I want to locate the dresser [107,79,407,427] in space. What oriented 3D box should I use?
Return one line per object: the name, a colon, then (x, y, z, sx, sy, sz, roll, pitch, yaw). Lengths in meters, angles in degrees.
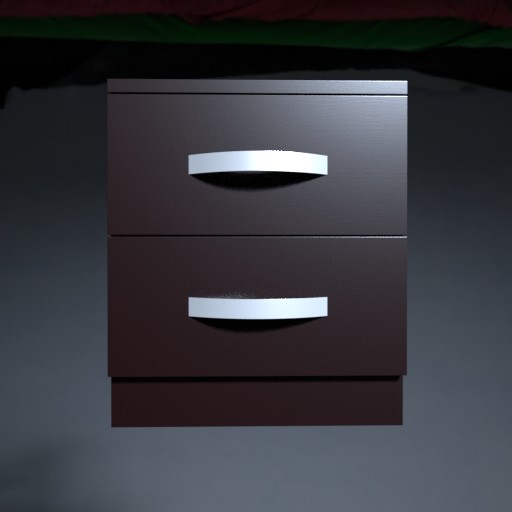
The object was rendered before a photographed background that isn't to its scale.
dresser: (0.000, 0.000, 0.744, 0.400, 0.470, 0.360, 0, 0, -1)
